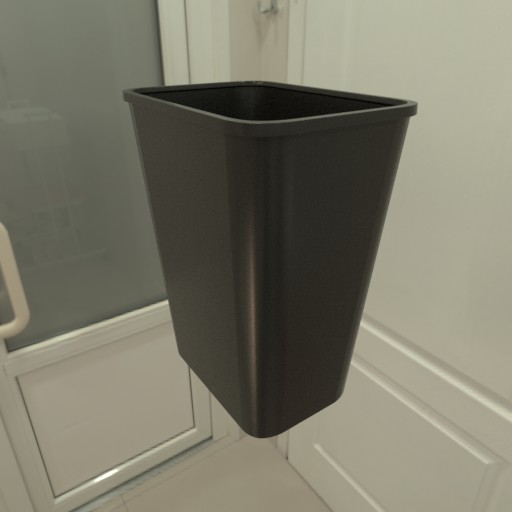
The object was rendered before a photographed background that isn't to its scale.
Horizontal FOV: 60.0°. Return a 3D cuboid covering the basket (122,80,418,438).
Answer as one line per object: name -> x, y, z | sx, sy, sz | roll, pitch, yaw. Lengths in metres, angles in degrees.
basket -> 0.000, 0.000, 0.758 | 0.287, 0.521, 0.394 | -17, 32, -31
